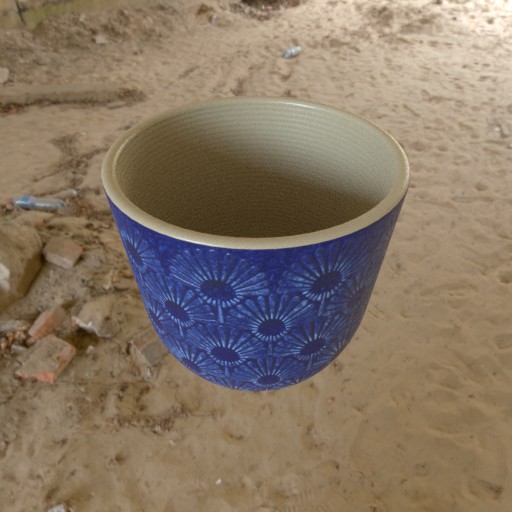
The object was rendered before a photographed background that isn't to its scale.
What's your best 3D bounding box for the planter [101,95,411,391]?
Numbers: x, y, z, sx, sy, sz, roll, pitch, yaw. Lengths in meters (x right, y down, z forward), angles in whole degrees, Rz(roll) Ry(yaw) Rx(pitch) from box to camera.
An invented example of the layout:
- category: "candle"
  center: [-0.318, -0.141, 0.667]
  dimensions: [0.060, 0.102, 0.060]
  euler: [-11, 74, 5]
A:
- category: "planter"
  center: [0.000, 0.000, 0.366]
  dimensions: [0.206, 0.190, 0.206]
  euler: [0, 41, 0]
